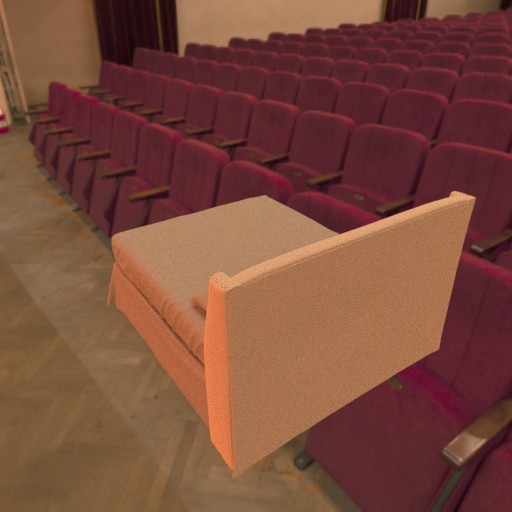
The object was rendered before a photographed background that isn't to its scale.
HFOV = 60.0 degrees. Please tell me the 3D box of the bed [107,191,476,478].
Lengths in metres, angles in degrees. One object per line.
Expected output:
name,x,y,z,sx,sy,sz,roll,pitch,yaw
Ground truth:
bed,0.000,0.000,3.489,1.925,1.332,2.276,-19,34,-30
